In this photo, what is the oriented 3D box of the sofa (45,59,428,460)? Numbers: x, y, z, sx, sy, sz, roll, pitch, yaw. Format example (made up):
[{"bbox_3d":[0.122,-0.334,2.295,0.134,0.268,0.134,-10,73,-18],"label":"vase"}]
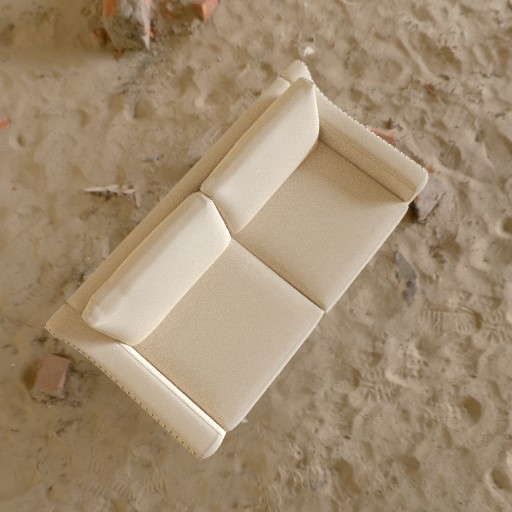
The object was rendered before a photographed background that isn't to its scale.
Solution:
[{"bbox_3d":[0.000,0.000,2.321,0.949,0.830,1.812,39,79,9],"label":"sofa"}]
